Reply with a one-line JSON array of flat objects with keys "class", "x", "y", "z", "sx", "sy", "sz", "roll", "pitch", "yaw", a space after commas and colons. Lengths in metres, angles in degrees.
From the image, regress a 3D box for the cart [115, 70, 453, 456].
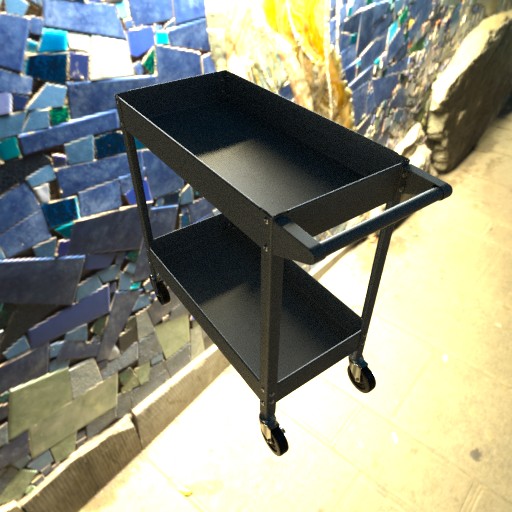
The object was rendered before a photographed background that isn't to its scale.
[{"class": "cart", "x": 0.000, "y": 0.000, "z": 1.190, "sx": 0.366, "sy": 0.719, "sz": 0.779, "roll": -24, "pitch": 46, "yaw": -26}]
